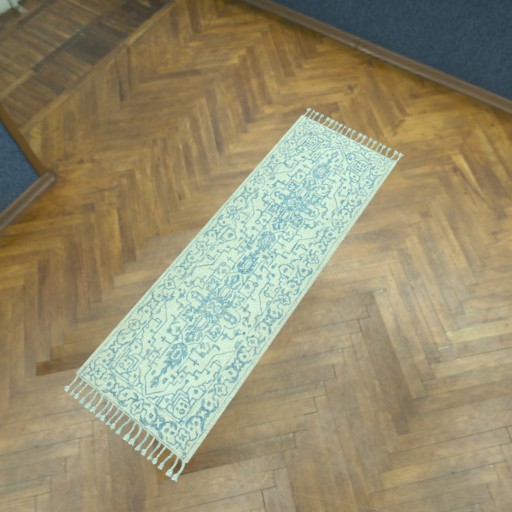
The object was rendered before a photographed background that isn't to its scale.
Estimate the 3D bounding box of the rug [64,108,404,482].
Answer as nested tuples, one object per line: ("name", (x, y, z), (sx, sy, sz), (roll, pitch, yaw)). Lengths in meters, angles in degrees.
("rug", (0.000, 0.000, 2.682), (0.774, 0.011, 2.449), (32, 67, 15))
